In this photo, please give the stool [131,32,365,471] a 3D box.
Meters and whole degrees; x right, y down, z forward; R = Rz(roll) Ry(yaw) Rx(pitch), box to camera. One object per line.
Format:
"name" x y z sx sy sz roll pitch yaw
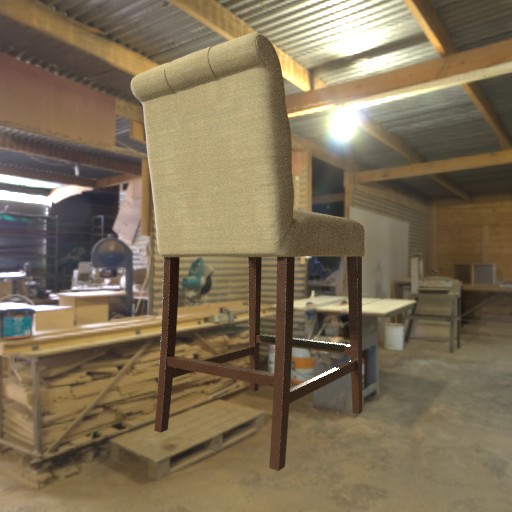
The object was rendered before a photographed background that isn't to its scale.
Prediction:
"stool" 0.000 0.000 1.429 0.486 1.084 0.660 0 -1 35
